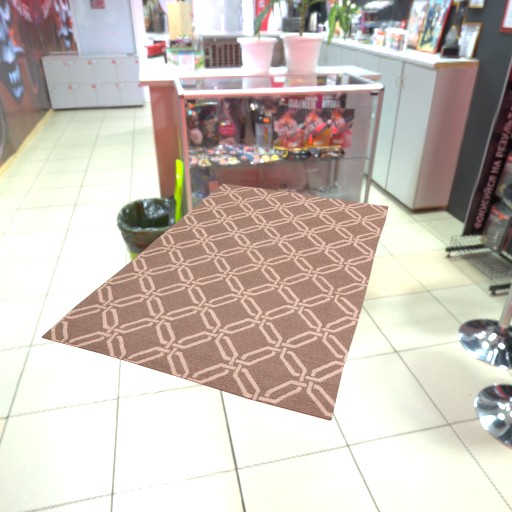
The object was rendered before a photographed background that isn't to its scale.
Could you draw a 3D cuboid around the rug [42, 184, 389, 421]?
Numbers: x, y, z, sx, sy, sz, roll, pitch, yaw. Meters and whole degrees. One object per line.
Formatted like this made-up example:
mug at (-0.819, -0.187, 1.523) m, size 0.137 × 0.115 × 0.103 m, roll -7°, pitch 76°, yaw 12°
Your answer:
rug at (0.000, 0.000, 2.241) m, size 1.142 × 0.010 × 1.748 m, roll 10°, pitch 32°, yaw 17°
